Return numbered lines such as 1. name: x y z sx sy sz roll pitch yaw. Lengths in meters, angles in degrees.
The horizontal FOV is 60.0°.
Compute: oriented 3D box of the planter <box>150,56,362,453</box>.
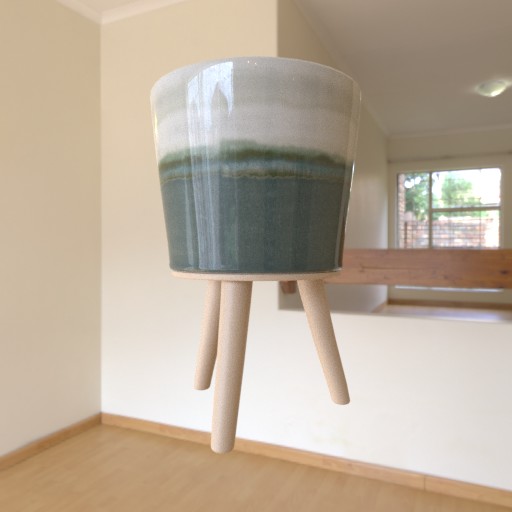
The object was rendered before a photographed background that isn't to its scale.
1. planter: 0.000 0.000 0.470 0.217 0.331 0.217 0 1 0
